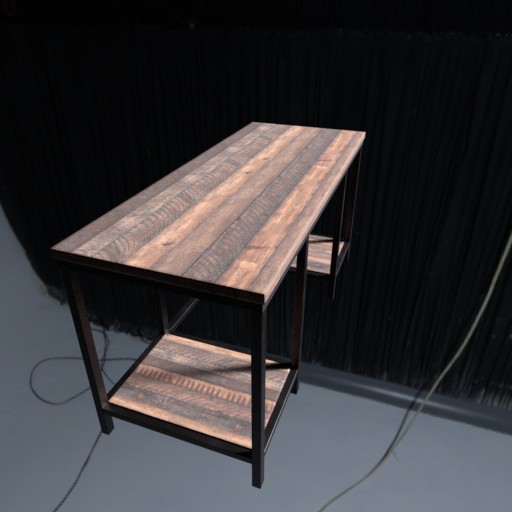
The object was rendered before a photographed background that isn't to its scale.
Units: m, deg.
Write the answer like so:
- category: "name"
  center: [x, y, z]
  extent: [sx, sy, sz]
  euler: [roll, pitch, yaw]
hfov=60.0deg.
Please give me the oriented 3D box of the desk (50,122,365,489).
- category: "desk"
  center: [0.000, 0.000, 1.920]
  extent: [0.617, 0.753, 1.538]
  euler: [11, 32, 18]
